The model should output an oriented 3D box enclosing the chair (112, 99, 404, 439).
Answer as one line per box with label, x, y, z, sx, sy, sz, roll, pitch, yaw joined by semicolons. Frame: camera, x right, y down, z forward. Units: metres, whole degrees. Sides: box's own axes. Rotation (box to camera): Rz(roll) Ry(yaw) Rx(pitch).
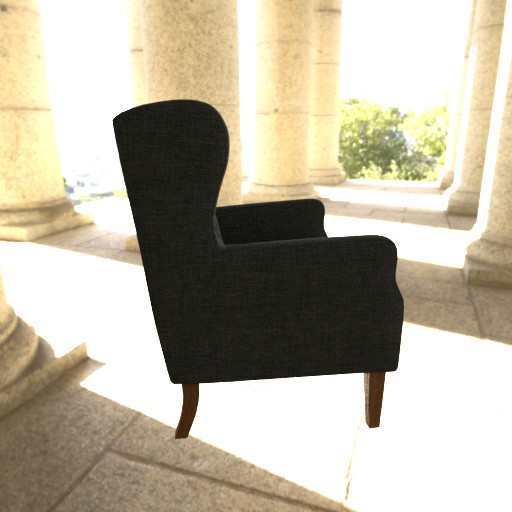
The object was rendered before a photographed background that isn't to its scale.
chair;0.000;0.000;1.478;0.775;0.953;0.711;-3;17;-9
